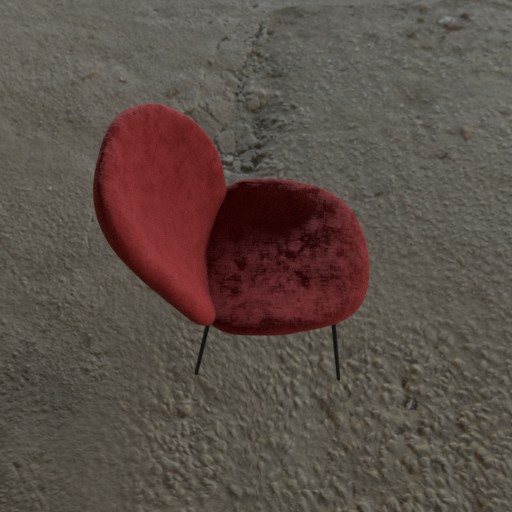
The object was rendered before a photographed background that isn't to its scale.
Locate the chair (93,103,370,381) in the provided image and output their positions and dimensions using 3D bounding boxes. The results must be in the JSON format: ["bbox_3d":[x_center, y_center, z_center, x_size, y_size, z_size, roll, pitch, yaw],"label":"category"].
[{"bbox_3d":[0.000,0.000,1.157,0.587,0.791,0.458,2,62,1],"label":"chair"}]
